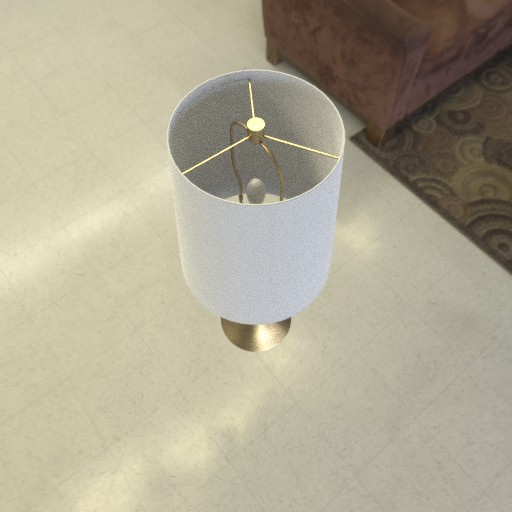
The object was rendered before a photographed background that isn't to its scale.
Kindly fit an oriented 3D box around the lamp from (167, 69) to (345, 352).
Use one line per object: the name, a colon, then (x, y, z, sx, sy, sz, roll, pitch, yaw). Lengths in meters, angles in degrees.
lamp: (0.000, 0.000, 0.692, 0.231, 0.569, 0.231, 0, 63, 0)
